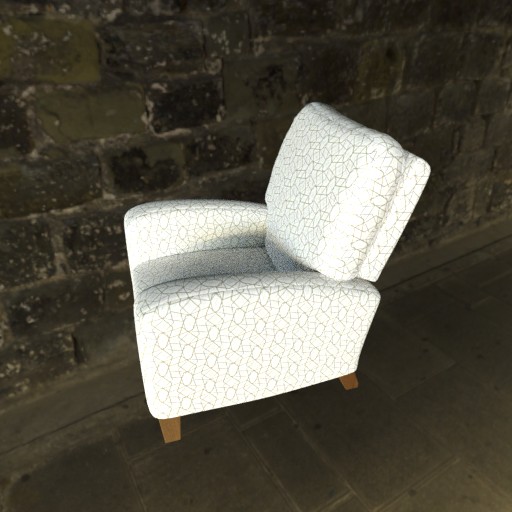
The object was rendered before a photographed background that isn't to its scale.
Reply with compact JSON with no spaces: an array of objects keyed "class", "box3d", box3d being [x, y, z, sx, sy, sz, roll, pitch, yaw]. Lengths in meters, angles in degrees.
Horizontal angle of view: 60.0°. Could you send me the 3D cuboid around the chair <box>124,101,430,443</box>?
[{"class":"chair","box3d":[0.000,0.000,1.782,0.995,1.064,0.796,-9,32,-14]}]
